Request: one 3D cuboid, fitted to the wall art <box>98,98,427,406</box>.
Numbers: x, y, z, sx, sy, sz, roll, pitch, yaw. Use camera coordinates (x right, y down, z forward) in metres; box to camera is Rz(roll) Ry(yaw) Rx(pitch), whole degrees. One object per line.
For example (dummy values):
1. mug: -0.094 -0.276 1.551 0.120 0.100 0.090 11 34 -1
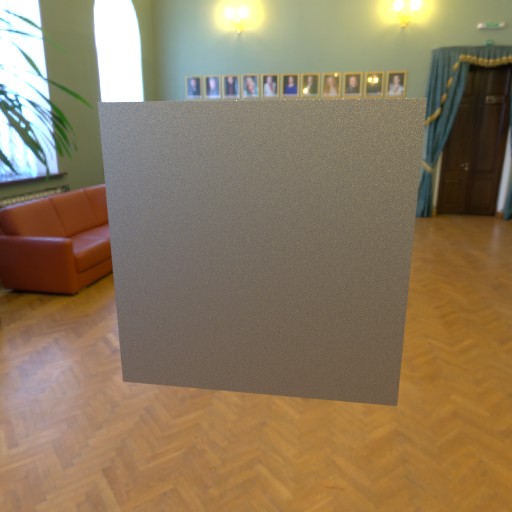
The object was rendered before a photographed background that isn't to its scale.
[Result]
1. wall art: 0.000 0.000 0.530 0.350 0.350 0.038 2 16 9
